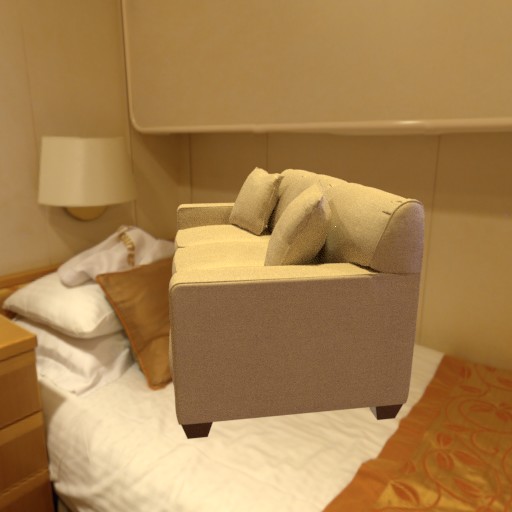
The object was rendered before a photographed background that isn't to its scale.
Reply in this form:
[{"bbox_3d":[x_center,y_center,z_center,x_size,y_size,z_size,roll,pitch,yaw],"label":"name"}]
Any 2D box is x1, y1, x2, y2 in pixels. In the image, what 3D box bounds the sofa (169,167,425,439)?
[{"bbox_3d":[0.000,0.000,2.604,0.997,0.958,2.024,-2,15,-9],"label":"sofa"}]
